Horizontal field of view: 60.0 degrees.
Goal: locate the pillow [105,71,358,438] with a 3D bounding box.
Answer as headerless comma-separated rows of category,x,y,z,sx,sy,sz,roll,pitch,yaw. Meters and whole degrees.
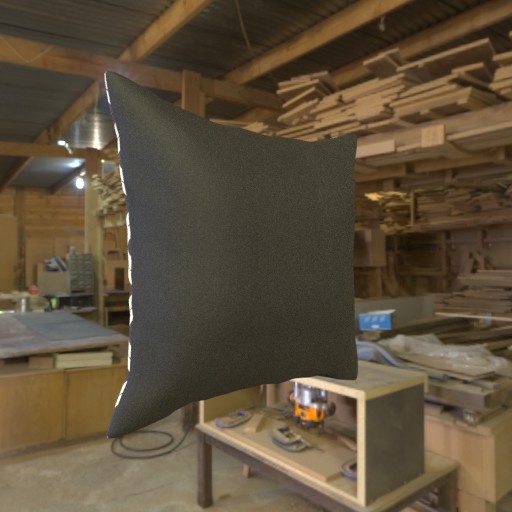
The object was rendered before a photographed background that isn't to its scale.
pillow,0.000,0.000,0.742,0.504,0.494,0.188,0,-1,-37
